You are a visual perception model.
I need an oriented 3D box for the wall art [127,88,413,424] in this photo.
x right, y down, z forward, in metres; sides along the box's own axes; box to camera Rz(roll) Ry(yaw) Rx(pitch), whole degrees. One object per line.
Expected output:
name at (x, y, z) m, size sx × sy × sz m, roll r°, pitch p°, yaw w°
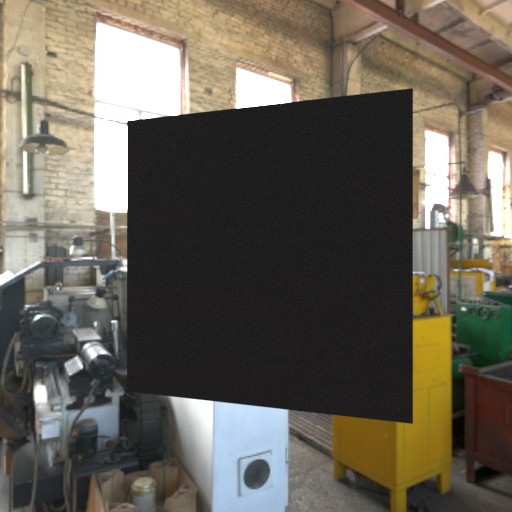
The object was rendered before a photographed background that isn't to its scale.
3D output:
wall art at (0.000, 0.000, 0.684) m, size 0.456 × 0.458 × 0.013 m, roll 0°, pitch 0°, yaw 19°
